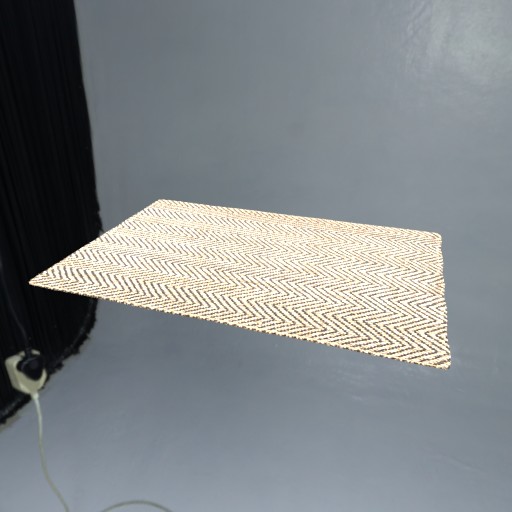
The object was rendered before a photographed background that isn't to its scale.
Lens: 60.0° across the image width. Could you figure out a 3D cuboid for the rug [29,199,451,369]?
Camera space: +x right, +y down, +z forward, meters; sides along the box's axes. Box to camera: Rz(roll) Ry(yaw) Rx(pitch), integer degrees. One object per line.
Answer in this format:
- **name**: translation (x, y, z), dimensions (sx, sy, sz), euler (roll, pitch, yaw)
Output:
- **rug**: translation (0.000, 0.000, 2.294), dimensions (1.828, 0.008, 1.219), euler (9, 28, 17)
